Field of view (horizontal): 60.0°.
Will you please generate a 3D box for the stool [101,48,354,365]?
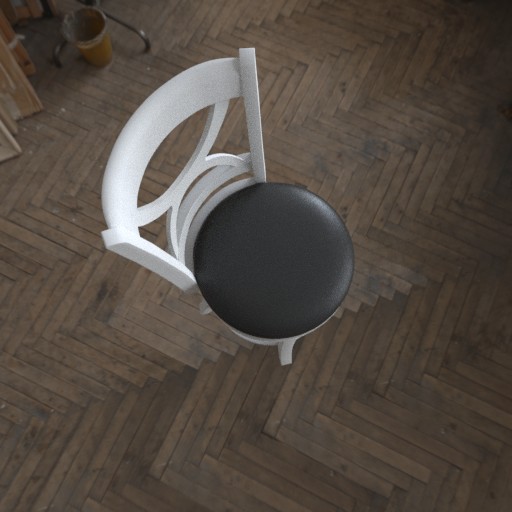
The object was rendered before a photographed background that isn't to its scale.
[{"bbox_3d":[0.000,0.000,1.193,0.508,0.953,0.444,31,77,8],"label":"stool"}]
